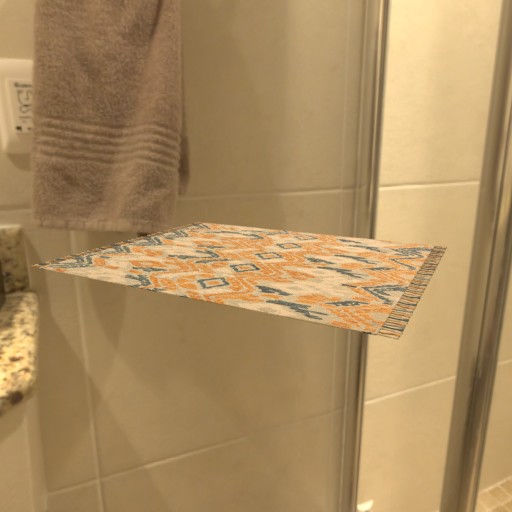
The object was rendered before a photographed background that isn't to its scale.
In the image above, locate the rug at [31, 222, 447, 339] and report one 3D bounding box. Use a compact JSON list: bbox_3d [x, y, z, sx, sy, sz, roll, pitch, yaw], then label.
[{"bbox_3d":[0.000,0.000,4.098,3.048,0.010,2.439,8,16,27],"label":"rug"}]
